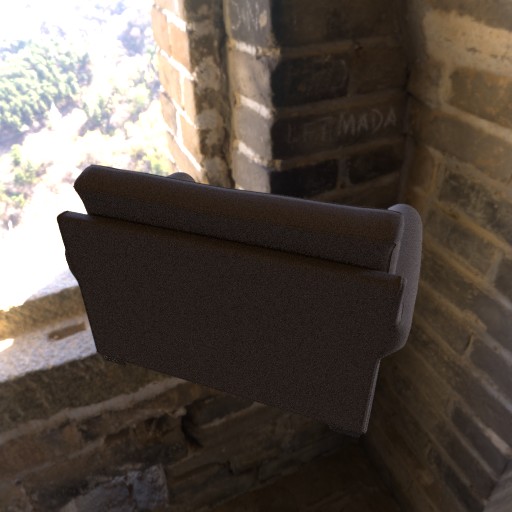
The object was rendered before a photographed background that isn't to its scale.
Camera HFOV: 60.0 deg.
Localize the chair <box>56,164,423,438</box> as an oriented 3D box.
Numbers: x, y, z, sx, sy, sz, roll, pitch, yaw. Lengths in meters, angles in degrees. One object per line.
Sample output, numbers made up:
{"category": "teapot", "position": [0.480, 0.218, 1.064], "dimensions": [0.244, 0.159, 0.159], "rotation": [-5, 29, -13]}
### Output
{"category": "chair", "position": [0.000, 0.000, 2.019], "dimensions": [1.390, 0.930, 0.930], "rotation": [11, 34, 17]}
